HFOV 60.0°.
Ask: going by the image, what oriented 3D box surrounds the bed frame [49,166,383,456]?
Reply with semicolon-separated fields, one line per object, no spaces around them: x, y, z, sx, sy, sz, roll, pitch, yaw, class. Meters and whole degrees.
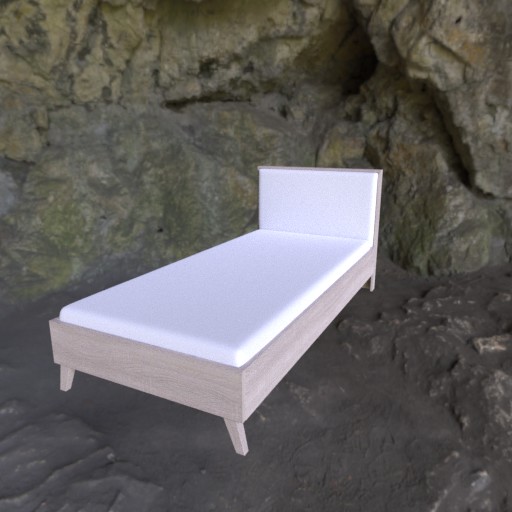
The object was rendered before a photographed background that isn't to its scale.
0.000;0.000;2.661;0.990;0.920;2.140;8;17;26;bed frame
